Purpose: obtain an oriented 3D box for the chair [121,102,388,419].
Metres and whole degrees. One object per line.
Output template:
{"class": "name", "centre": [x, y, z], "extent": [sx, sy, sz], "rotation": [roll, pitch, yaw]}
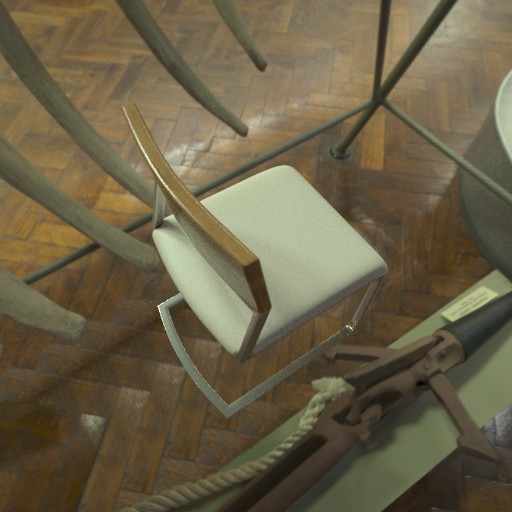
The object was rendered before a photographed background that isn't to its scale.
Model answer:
{"class": "chair", "centre": [0.000, 0.000, 1.204], "extent": [0.585, 0.844, 0.467], "rotation": [-30, 62, -17]}
